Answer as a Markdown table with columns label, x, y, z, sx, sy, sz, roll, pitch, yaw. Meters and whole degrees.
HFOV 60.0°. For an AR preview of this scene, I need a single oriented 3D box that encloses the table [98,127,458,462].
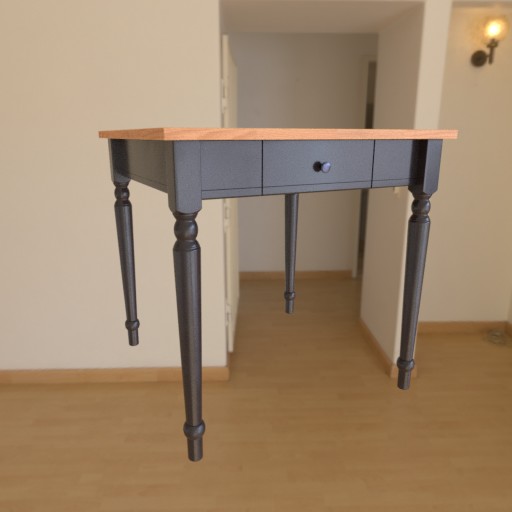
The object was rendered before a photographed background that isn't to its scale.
| label | x | y | z | sx | sy | sz | roll | pitch | yaw |
| --- | --- | --- | --- | --- | --- | --- | --- | --- | --- |
| table | 0.000 | 0.000 | 1.354 | 0.747 | 0.738 | 0.747 | -8 | 17 | -26 |
